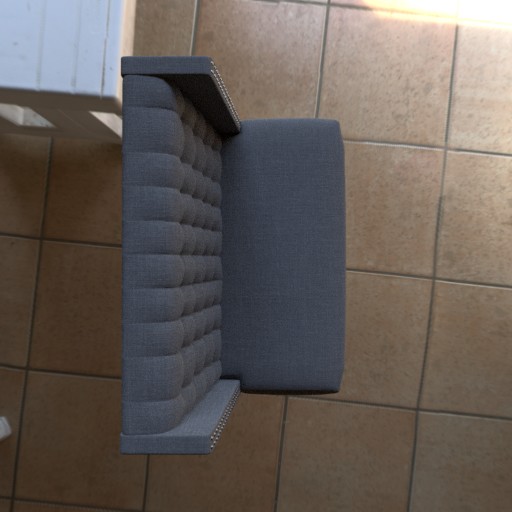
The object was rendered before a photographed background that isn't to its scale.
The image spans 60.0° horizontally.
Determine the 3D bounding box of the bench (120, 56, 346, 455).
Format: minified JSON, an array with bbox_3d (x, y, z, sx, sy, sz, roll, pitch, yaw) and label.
[{"bbox_3d":[0.000,0.000,1.936,0.842,1.121,1.276,0,90,0],"label":"bench"}]
